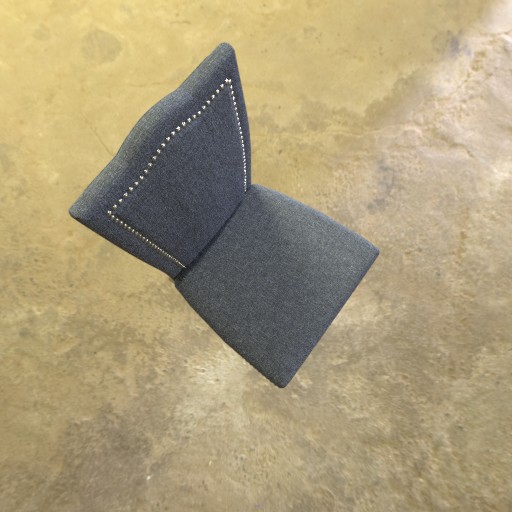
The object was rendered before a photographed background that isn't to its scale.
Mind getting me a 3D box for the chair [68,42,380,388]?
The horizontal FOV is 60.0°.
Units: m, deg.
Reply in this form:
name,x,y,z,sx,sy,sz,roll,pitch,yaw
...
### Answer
name,x,y,z,sx,sy,sz,roll,pitch,yaw
chair,0.000,0.000,1.292,0.589,0.946,0.518,36,78,9
